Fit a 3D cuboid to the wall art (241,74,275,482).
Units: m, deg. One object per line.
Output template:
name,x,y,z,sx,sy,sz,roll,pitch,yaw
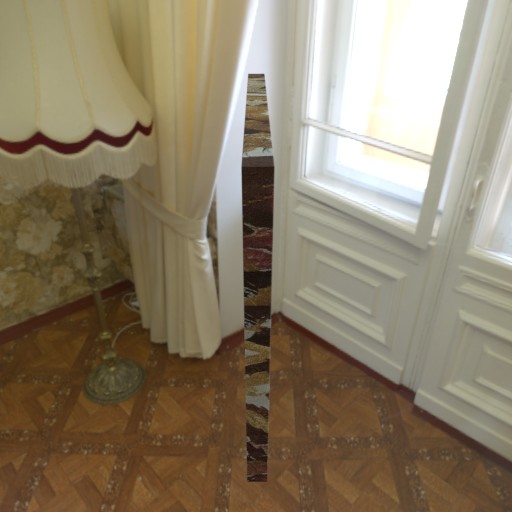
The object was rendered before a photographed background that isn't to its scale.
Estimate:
wall art,0.000,0.000,0.924,0.041,0.613,0.609,0,32,0
